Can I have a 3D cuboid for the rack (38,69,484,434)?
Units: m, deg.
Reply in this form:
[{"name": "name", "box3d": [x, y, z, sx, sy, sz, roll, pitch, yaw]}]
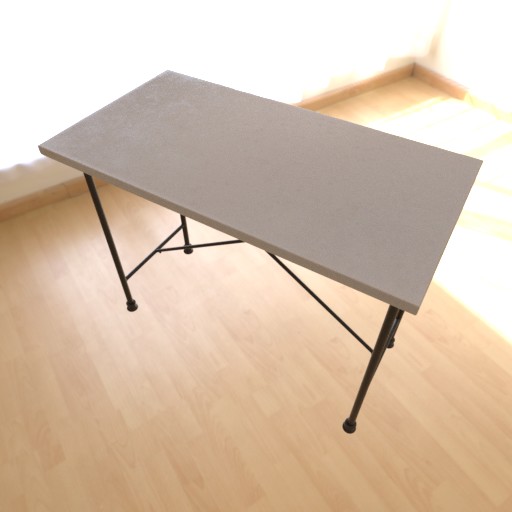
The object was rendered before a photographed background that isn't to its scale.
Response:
[{"name": "rack", "box3d": [0.000, 0.000, 1.617, 1.159, 0.880, 0.613, 24, 51, 21]}]
